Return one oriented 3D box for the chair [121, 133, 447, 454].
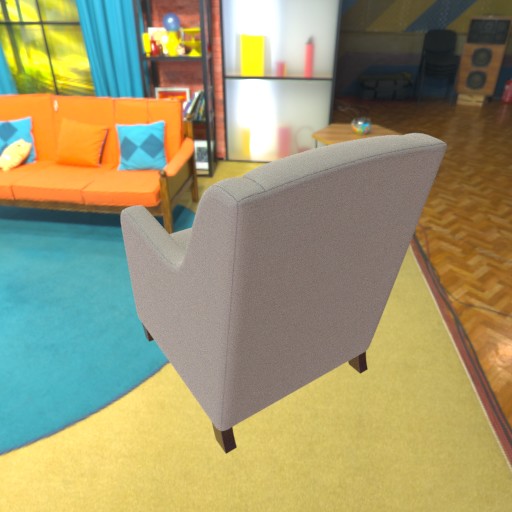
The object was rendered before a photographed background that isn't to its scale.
[{"bbox_3d":[0.000,0.000,1.627,0.715,1.017,0.896,-20,37,-29],"label":"chair"}]
